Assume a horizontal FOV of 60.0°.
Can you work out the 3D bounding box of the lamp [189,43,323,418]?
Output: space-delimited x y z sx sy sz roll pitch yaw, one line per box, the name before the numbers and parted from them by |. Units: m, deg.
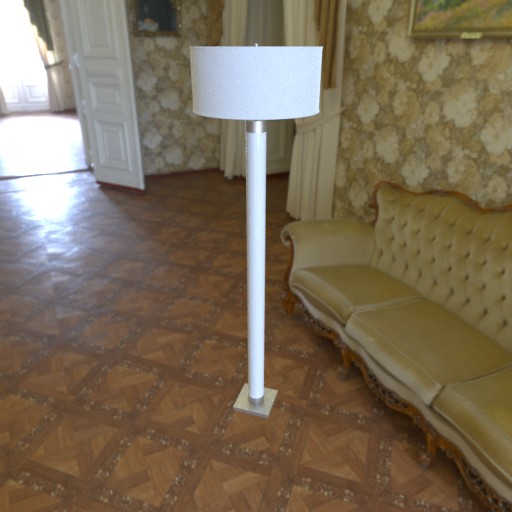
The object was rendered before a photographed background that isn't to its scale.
lamp | 0.000 0.000 1.708 0.420 1.475 0.420 8 26 16
